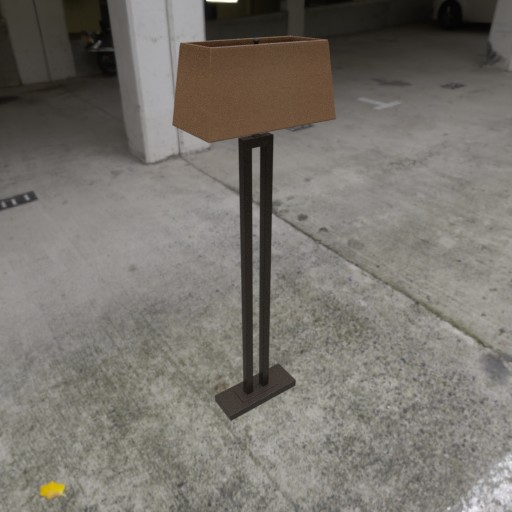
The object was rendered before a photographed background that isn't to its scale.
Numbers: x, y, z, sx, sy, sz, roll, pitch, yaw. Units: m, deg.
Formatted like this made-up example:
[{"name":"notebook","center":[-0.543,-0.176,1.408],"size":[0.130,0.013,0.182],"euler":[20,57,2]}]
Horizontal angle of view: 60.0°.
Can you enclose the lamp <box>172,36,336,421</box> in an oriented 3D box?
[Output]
[{"name":"lamp","center":[0.000,0.000,1.669],"size":[0.475,1.469,0.233],"euler":[-19,36,-29]}]
